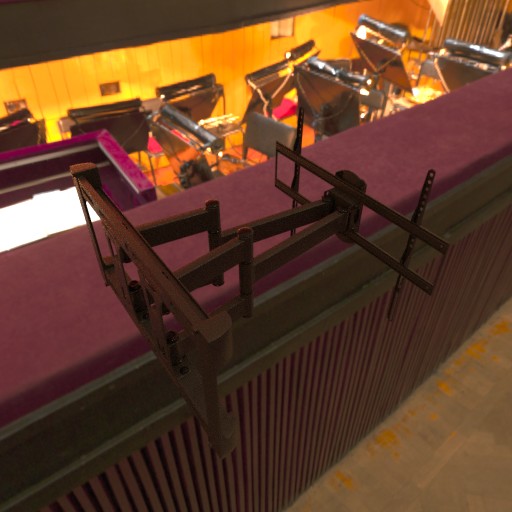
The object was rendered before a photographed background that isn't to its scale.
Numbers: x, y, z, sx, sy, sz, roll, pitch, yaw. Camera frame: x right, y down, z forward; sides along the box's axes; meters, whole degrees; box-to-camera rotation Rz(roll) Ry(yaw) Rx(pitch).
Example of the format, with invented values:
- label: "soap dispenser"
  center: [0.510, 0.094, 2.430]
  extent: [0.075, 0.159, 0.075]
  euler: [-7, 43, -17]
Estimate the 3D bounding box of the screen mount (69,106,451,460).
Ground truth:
- label: "screen mount"
  center: [0.000, 0.000, 1.128]
  extent: [0.644, 0.491, 0.661]
  euler: [-24, 46, -26]
